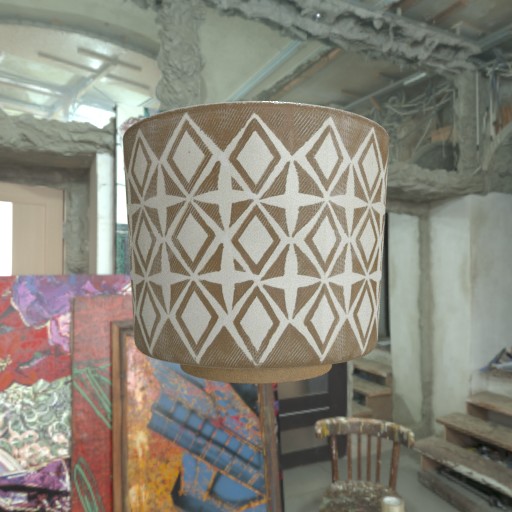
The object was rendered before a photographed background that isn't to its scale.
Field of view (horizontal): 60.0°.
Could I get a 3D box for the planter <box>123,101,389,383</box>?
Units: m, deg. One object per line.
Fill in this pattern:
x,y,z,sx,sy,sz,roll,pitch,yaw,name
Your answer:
0.000,0.000,0.449,0.260,0.220,0.260,0,-2,0,planter
